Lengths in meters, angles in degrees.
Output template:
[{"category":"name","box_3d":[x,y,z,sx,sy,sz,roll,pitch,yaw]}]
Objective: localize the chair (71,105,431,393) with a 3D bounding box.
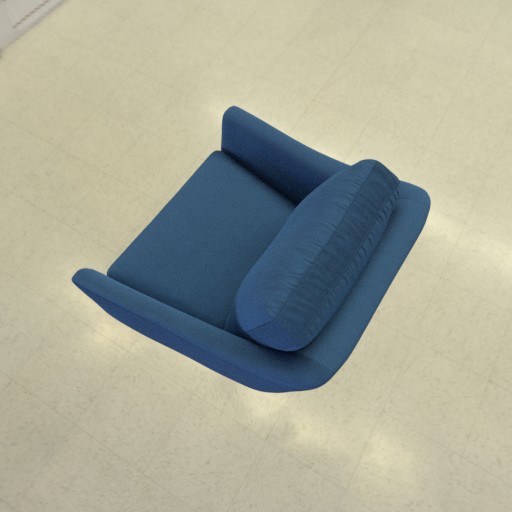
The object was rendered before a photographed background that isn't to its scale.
[{"category":"chair","box_3d":[0.000,0.000,1.737,0.961,0.899,0.987,31,68,14]}]
